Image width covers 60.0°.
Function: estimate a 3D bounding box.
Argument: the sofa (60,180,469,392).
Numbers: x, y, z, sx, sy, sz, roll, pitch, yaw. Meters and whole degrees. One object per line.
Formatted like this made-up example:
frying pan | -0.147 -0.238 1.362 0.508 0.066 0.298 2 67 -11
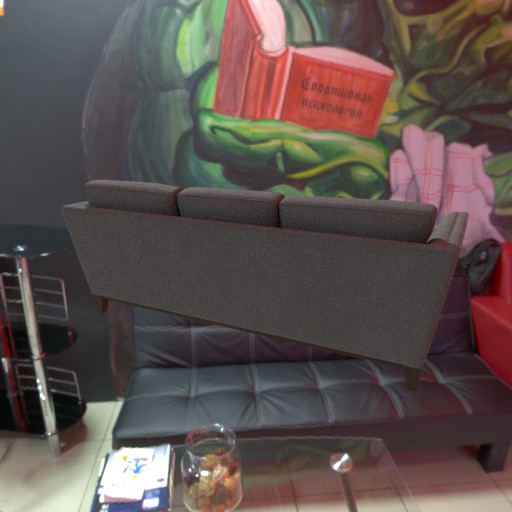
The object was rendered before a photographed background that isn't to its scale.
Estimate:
sofa | 0.000 0.000 2.858 2.387 0.940 0.965 8 18 26
